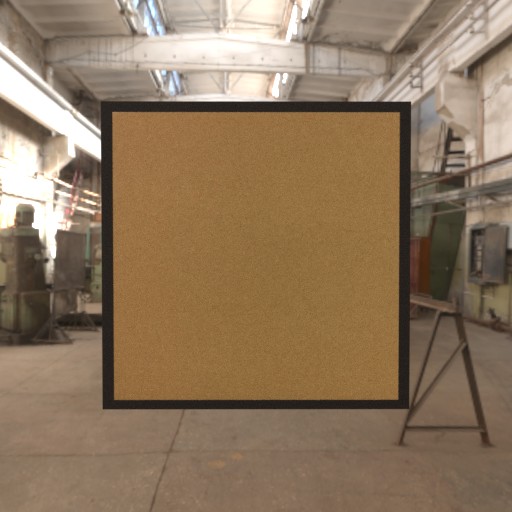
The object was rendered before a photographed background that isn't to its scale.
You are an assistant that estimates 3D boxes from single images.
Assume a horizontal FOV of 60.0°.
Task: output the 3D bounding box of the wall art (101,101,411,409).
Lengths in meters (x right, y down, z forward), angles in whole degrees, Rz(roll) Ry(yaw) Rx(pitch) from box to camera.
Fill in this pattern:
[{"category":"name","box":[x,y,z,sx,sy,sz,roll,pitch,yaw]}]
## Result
[{"category":"wall art","box":[0.000,0.000,0.454,0.305,0.304,0.033,0,1,0]}]
